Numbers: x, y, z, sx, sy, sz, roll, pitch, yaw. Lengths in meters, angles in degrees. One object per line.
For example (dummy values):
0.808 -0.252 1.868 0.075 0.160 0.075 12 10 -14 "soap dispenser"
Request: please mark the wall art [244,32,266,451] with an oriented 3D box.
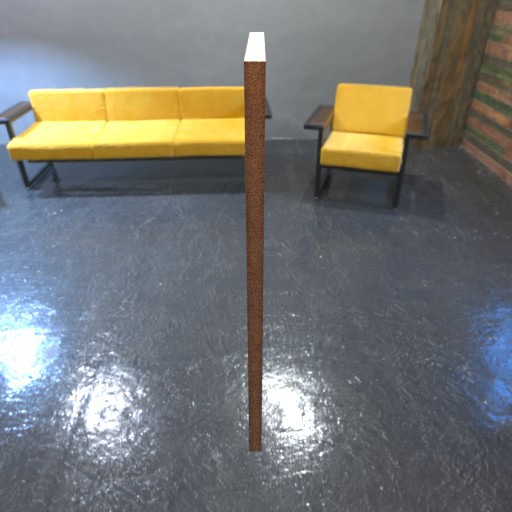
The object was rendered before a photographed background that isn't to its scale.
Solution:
0.000 0.000 1.680 0.051 1.461 0.648 0 32 0 "wall art"
